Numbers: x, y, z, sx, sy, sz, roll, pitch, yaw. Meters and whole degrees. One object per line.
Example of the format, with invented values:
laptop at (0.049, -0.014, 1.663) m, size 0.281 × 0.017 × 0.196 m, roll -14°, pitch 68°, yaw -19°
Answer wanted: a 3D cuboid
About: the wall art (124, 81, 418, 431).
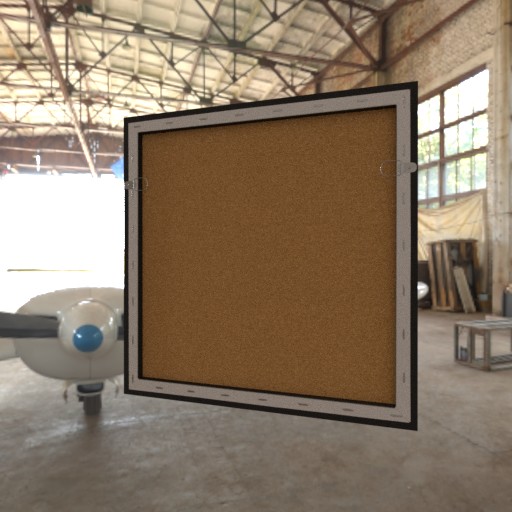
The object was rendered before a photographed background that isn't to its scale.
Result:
wall art at (0.000, 0.000, 1.106) m, size 0.758 × 0.758 × 0.044 m, roll 0°, pitch 0°, yaw 20°
